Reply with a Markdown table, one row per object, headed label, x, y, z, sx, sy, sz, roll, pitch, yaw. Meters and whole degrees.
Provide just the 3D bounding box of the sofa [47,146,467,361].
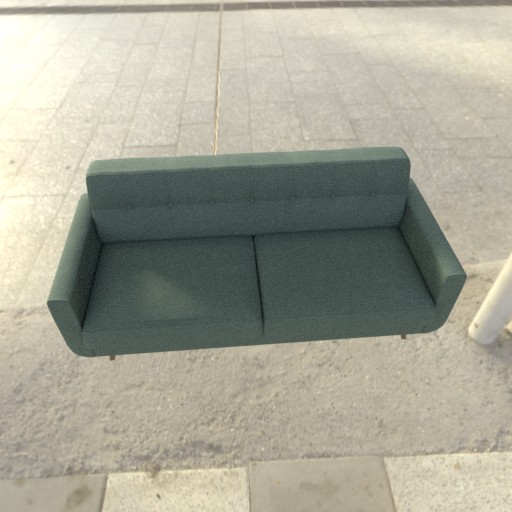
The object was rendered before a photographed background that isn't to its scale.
| label | x | y | z | sx | sy | sz | roll | pitch | yaw |
| --- | --- | --- | --- | --- | --- | --- | --- | --- | --- |
| sofa | 0.000 | 0.000 | 2.501 | 2.029 | 0.841 | 0.909 | -3 | 45 | -3 |
